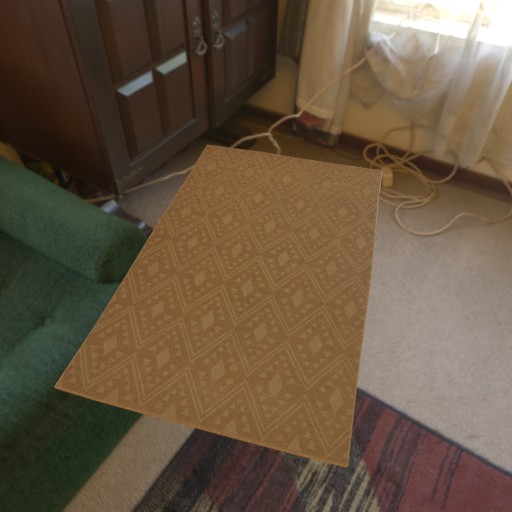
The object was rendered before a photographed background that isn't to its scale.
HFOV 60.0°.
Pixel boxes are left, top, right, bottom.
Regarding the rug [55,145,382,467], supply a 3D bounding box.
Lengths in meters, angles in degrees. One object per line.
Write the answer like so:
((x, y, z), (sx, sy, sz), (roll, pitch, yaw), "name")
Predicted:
((0.000, 0.000, 3.015), (1.553, 0.053, 2.430), (11, 47, 10), "rug")
